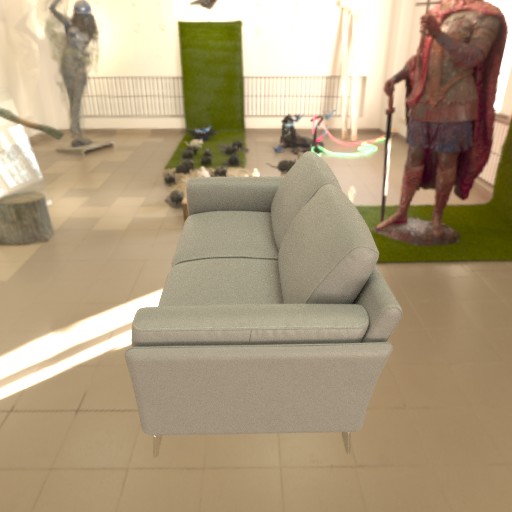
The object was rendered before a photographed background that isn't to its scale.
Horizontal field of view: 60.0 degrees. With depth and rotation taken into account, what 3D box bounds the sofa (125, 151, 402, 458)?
[{"bbox_3d":[0.000,0.000,2.633,1.049,0.930,2.101,-1,26,-1],"label":"sofa"}]
